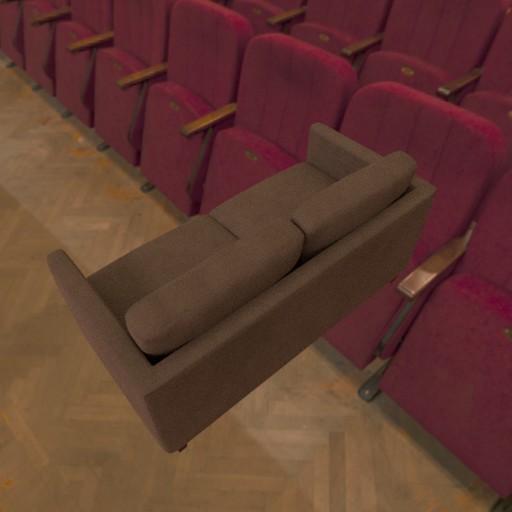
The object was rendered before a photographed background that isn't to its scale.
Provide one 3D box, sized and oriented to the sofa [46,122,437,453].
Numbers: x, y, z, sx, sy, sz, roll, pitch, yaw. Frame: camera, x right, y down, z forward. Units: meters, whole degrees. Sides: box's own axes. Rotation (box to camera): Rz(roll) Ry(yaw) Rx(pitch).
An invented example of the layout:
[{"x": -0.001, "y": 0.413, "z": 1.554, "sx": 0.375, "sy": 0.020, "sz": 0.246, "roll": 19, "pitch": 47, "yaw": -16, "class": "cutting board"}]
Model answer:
[{"x": 0.000, "y": 0.000, "z": 2.461, "sx": 1.884, "sy": 0.963, "sz": 0.950, "roll": -32, "pitch": 55, "yaw": -26, "class": "sofa"}]
